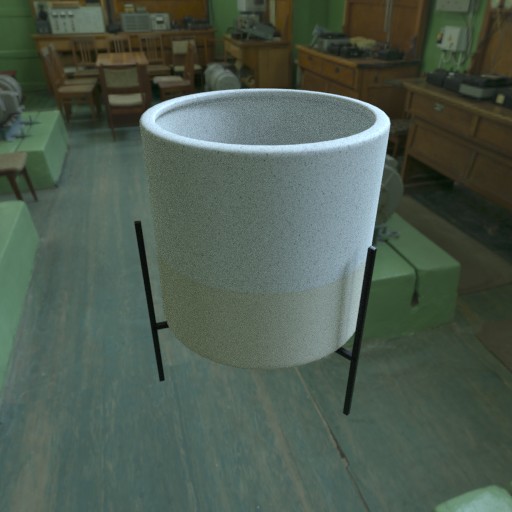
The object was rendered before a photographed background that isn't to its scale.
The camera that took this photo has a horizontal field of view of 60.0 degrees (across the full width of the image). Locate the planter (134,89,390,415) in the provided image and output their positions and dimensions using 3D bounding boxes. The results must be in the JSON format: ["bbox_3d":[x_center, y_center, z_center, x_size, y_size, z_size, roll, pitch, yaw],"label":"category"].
[{"bbox_3d":[0.000,0.000,0.667,0.335,0.423,0.313,-9,33,-15],"label":"planter"}]
